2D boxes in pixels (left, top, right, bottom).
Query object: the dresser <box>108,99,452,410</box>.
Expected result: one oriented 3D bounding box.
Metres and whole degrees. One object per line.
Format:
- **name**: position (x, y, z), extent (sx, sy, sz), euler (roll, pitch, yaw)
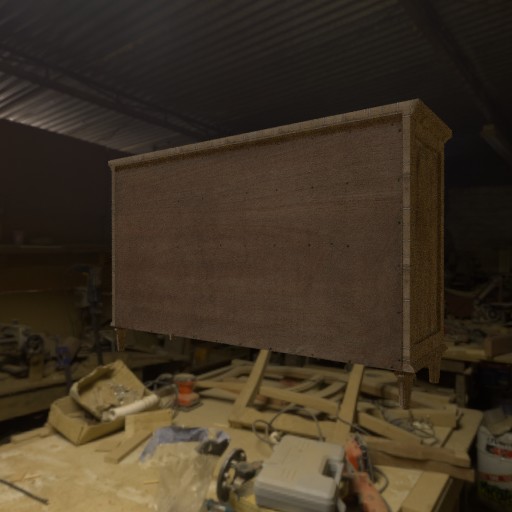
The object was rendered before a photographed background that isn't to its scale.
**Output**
- **dresser**: position (0.000, 0.000, 2.086), extent (1.626, 1.016, 0.457), euler (0, 0, 36)
